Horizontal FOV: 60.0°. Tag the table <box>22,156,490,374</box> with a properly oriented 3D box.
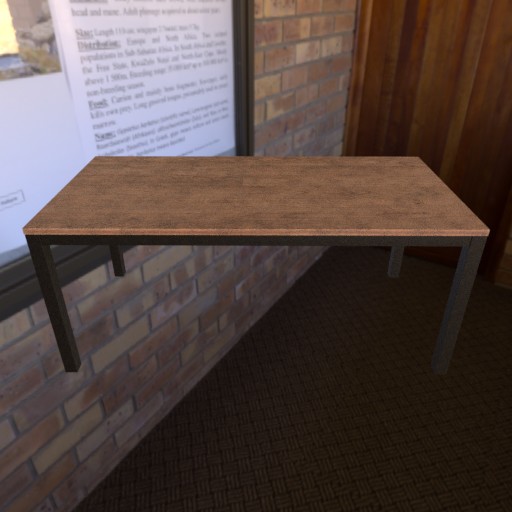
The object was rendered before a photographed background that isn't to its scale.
[{"bbox_3d":[0.000,0.000,2.289,1.805,0.767,0.893,0,30,0],"label":"table"}]
